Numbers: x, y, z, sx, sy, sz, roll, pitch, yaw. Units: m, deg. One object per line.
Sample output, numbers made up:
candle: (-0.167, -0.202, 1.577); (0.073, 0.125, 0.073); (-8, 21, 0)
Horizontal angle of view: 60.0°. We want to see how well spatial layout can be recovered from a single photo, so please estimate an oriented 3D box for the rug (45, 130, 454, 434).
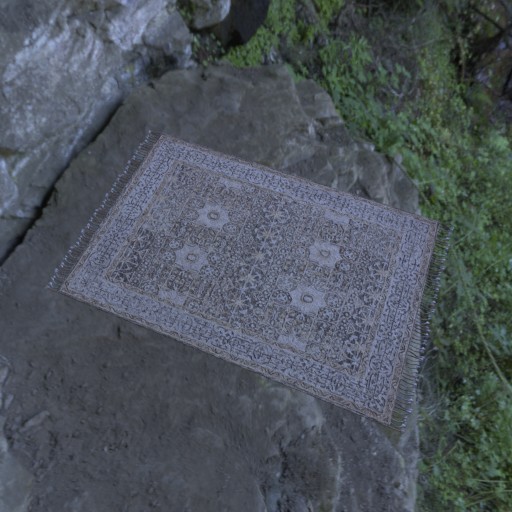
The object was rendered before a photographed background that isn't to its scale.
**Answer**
rug: (0.000, 0.000, 2.526); (2.029, 0.010, 1.237); (20, 65, 10)
